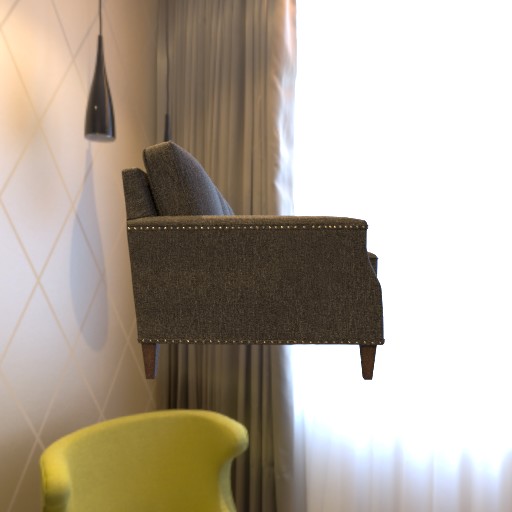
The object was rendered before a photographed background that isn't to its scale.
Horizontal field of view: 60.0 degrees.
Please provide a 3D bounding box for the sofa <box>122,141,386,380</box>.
[{"bbox_3d":[0.000,0.000,2.865,1.084,1.003,2.246,0,0,1],"label":"sofa"}]
